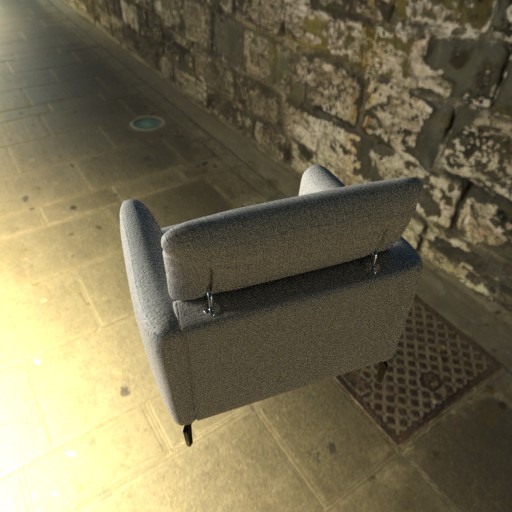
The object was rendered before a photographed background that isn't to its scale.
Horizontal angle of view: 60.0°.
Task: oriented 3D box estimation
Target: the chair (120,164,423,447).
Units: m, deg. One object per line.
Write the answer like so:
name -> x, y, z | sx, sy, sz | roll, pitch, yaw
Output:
chair -> 0.000, 0.000, 1.721 | 0.972, 0.967, 0.835 | -13, 43, -15
